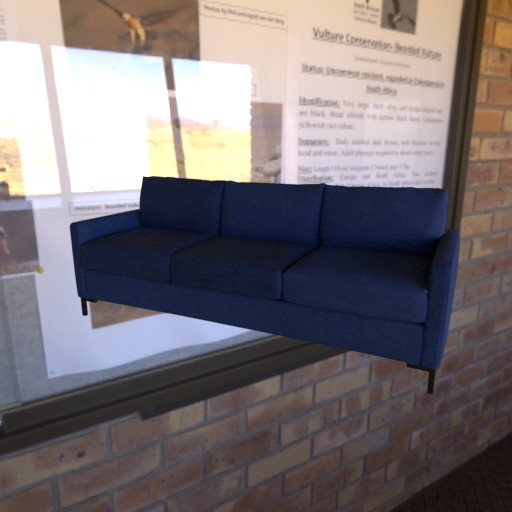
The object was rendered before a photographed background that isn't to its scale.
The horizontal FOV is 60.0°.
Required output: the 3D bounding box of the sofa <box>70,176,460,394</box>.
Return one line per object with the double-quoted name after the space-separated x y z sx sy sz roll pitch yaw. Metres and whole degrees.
0.000 0.000 2.721 2.252 0.879 0.875 7 16 25 "sofa"
